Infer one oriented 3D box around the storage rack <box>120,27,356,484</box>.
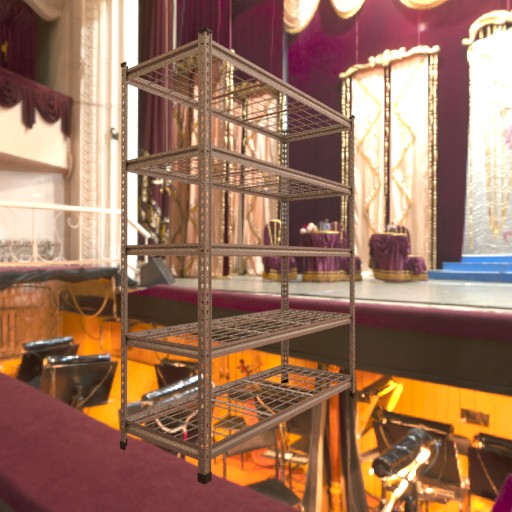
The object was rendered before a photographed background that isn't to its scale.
[{"bbox_3d":[0.000,0.000,2.704,0.610,1.981,1.524,0,-1,37],"label":"storage rack"}]
